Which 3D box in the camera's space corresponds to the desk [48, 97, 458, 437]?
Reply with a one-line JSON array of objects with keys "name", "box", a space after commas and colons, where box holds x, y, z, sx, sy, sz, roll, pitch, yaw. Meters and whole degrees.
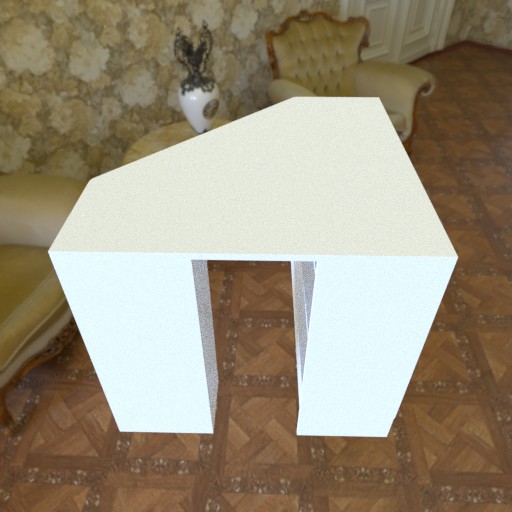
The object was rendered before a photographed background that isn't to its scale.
[{"name": "desk", "box": [0.000, 0.000, 1.622, 0.926, 0.818, 0.940, 1, 41, 1]}]
